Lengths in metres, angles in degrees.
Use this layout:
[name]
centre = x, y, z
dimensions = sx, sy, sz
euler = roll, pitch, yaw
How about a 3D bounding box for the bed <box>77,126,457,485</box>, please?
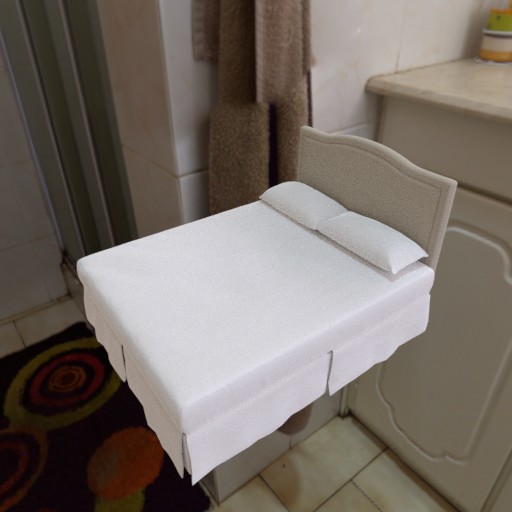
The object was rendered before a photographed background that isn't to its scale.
[bed]
centre = 0.000, 0.000, 3.579
dimensions = 2.477, 1.437, 1.977
euler = -21, 39, -29
